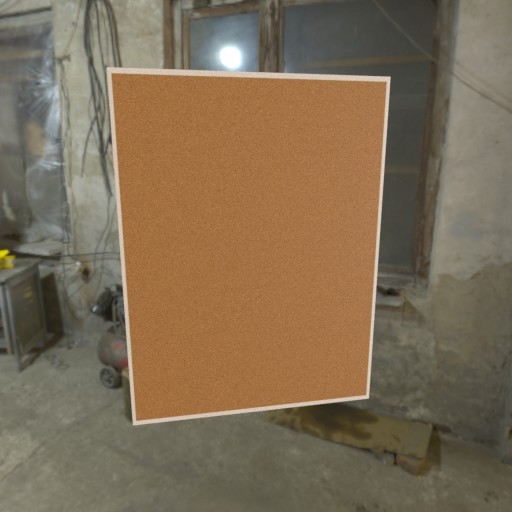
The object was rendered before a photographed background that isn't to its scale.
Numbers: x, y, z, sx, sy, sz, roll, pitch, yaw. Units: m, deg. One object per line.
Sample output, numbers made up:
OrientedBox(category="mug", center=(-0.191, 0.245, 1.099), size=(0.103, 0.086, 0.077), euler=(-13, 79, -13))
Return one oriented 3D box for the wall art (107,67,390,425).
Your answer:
OrientedBox(category="wall art", center=(0.000, 0.000, 1.361), size=(0.795, 1.050, 0.039), euler=(-3, 14, -11))
